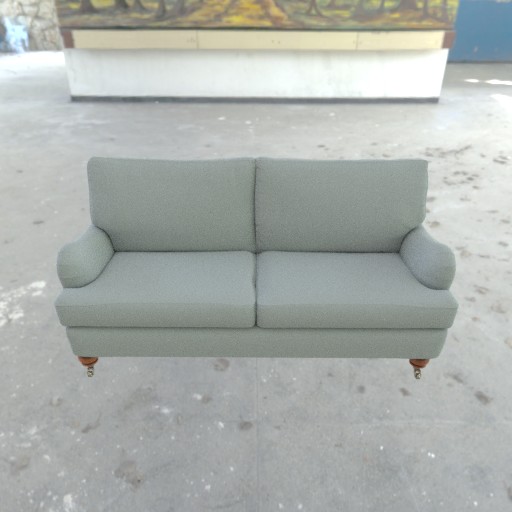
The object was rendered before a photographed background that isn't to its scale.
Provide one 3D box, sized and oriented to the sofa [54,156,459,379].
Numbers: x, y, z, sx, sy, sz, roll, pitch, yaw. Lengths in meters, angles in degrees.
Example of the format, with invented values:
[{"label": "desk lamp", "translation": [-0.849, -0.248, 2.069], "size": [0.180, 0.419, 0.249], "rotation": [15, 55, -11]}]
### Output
[{"label": "sofa", "translation": [0.000, 0.000, 2.758], "size": [2.193, 1.096, 1.069], "rotation": [0, 30, 0]}]
